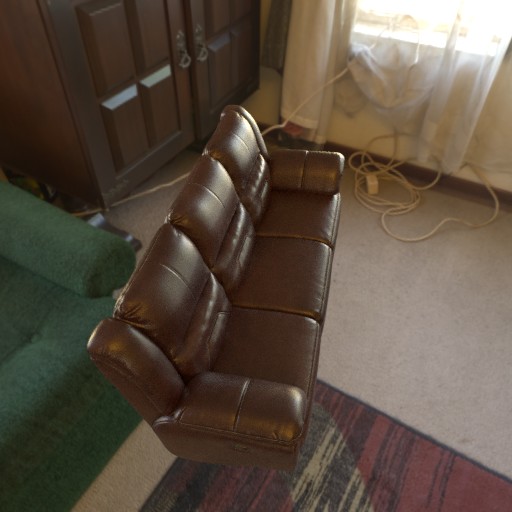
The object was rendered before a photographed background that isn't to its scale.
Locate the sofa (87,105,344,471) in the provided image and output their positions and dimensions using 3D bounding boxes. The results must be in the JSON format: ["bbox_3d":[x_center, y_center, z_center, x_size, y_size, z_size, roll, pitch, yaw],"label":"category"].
[{"bbox_3d":[0.000,0.000,2.823,0.991,1.043,2.337,9,46,9],"label":"sofa"}]
